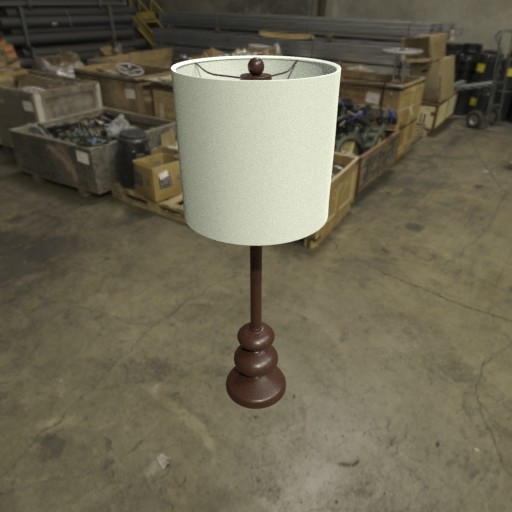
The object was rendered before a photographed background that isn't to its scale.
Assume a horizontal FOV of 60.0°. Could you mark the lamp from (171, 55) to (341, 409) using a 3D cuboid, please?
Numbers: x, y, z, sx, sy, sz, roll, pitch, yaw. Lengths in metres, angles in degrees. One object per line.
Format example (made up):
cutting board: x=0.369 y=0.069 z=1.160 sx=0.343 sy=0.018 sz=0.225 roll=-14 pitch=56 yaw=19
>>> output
lamp: x=0.000 y=0.000 z=0.838 sx=0.254 sy=0.690 sz=0.254 roll=20 pitch=36 yaw=30
